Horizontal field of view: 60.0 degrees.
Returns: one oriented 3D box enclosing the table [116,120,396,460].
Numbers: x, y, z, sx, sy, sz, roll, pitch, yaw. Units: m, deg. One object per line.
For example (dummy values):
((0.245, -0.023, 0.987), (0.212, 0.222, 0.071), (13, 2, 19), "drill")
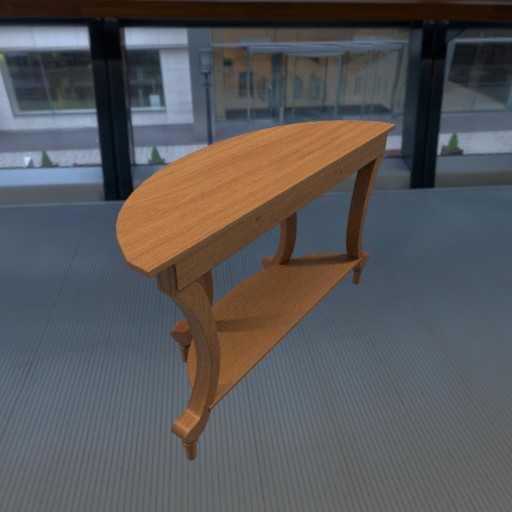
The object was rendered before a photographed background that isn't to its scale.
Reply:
((0.000, 0.000, 1.516), (0.394, 0.692, 1.198), (22, 39, 30), "table")
